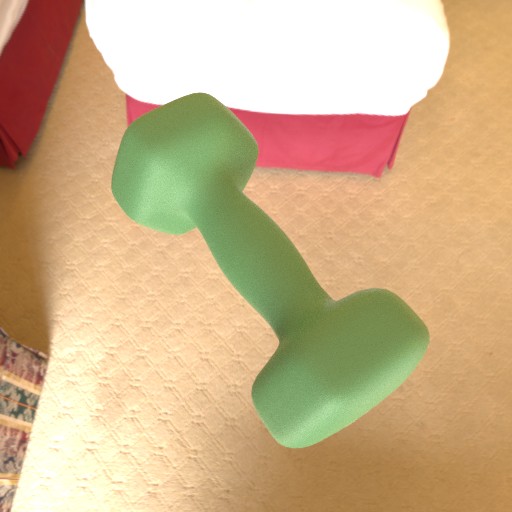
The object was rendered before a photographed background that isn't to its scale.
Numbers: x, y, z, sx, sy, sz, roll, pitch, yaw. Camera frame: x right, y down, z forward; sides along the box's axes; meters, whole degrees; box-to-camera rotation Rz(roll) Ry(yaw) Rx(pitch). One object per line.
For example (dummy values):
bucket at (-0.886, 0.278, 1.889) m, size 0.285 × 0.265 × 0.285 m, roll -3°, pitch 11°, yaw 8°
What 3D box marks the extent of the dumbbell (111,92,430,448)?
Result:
dumbbell at (0.000, 0.000, 0.324) m, size 0.126 × 0.114 × 0.257 m, roll -31°, pitch 67°, yaw -15°
